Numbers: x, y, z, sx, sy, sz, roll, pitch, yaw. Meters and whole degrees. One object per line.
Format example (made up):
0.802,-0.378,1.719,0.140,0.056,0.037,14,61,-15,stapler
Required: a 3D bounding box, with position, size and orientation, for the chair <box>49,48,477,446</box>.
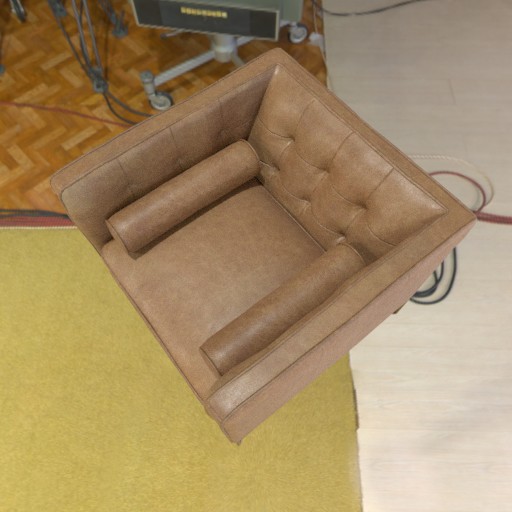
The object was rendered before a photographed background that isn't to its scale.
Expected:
0.000,0.000,1.617,0.912,0.797,0.920,-35,69,-16,chair
